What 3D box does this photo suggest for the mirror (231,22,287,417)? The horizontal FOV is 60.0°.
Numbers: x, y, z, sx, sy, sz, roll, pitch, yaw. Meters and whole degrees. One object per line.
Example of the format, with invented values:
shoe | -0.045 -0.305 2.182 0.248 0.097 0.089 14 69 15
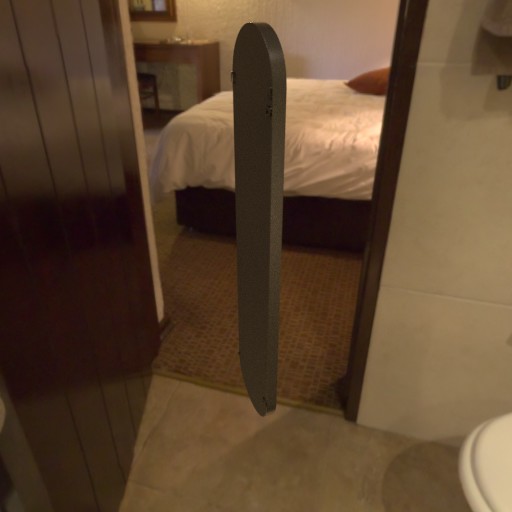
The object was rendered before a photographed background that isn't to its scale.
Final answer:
mirror | 0.000 0.000 1.061 0.032 0.991 0.222 -11 31 -18
